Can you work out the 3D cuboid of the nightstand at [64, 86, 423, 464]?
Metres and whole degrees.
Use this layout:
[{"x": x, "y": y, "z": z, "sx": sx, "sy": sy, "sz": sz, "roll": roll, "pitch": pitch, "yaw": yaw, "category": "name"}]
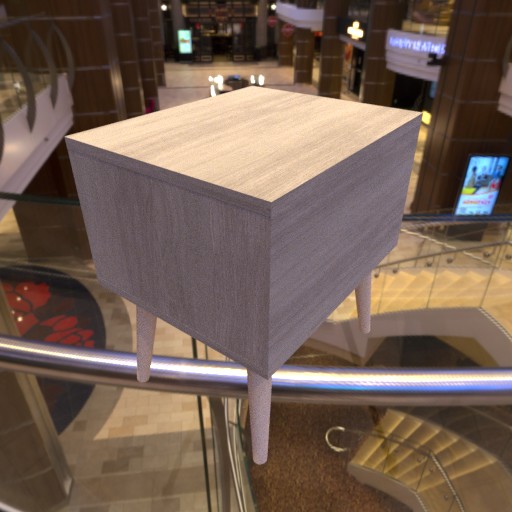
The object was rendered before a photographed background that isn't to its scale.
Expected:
[{"x": 0.000, "y": 0.000, "z": 0.839, "sx": 0.380, "sy": 0.500, "sz": 0.450, "roll": 22, "pitch": 38, "yaw": 31, "category": "nightstand"}]
